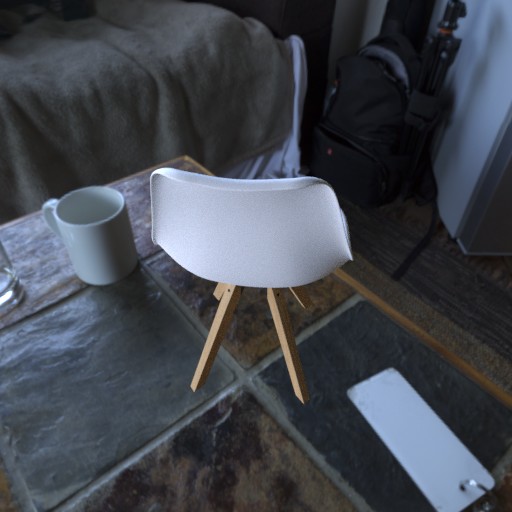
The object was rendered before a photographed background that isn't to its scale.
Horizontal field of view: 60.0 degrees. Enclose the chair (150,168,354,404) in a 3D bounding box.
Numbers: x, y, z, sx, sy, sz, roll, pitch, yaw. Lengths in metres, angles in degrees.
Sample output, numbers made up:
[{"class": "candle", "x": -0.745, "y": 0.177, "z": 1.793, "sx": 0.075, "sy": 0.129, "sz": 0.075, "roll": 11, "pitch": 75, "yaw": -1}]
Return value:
[{"class": "chair", "x": 0.000, "y": 0.000, "z": 1.173, "sx": 0.485, "sy": 0.849, "sz": 0.550, "roll": 5, "pitch": 45, "yaw": 5}]
